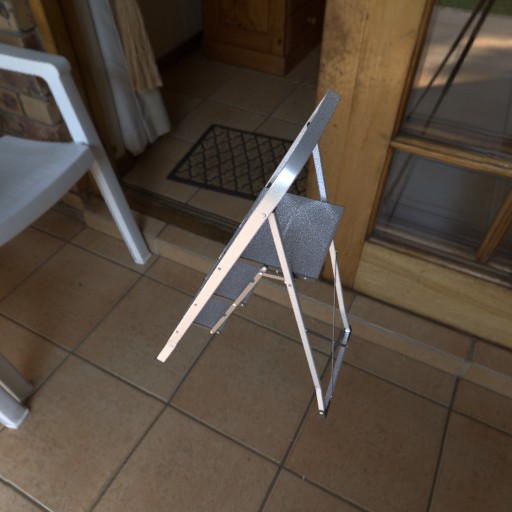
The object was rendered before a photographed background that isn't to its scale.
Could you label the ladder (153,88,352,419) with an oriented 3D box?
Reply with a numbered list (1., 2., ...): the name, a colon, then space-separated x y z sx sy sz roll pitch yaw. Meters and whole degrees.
1. ladder: 0.000 0.000 1.429 0.704 1.070 0.465 16 50 14
